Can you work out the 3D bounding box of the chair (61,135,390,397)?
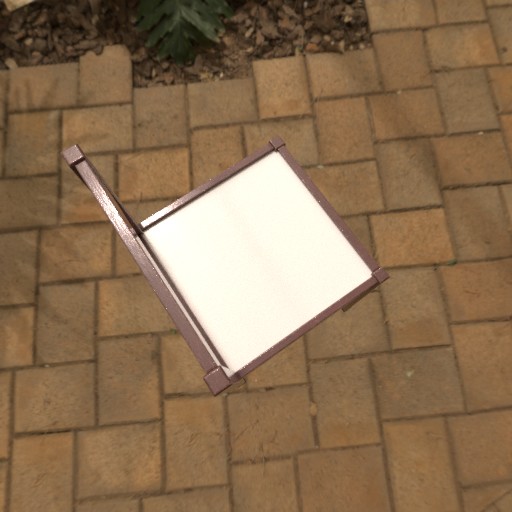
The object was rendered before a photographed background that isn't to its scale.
[{"bbox_3d":[0.000,0.000,0.675,0.285,0.505,0.285,-33,77,-9],"label":"chair"}]
